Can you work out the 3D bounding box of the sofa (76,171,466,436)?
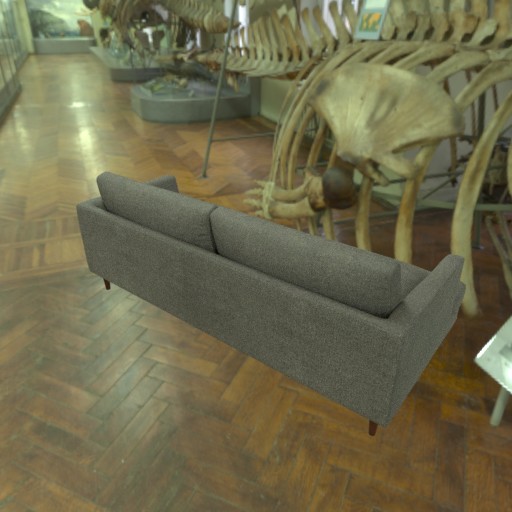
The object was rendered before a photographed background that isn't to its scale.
[{"bbox_3d":[0.000,0.000,2.750,2.250,0.868,1.020,20,34,33],"label":"sofa"}]
